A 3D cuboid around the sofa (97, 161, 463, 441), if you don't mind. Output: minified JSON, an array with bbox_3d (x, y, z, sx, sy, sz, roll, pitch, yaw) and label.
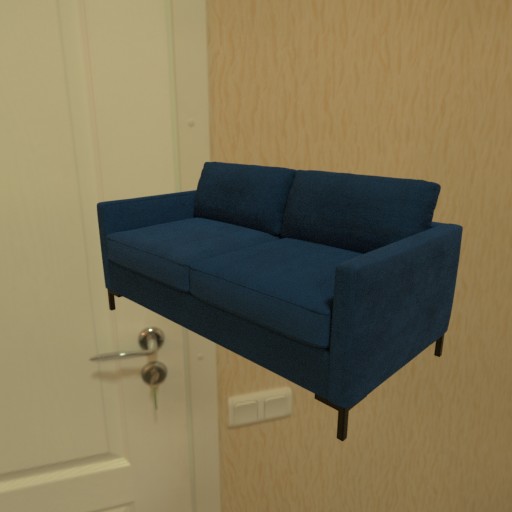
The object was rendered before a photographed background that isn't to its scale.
[{"bbox_3d":[0.000,0.000,2.208,1.676,0.817,0.875,16,23,42],"label":"sofa"}]
